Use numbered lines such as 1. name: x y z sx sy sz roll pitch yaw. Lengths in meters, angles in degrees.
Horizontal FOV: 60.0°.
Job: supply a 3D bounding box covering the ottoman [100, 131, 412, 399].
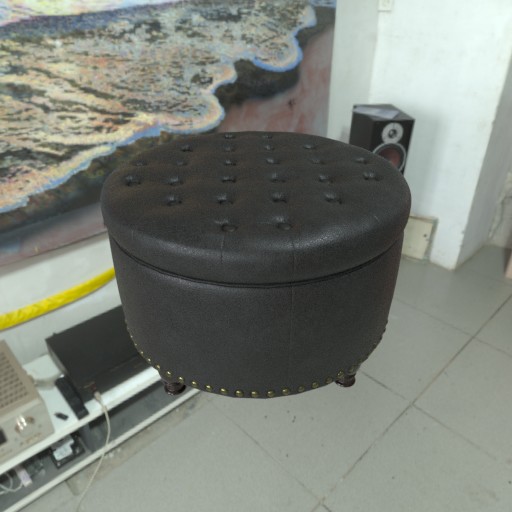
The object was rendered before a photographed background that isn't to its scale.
1. ottoman: 0.000 0.000 1.040 0.637 0.442 0.637 0 32 0
